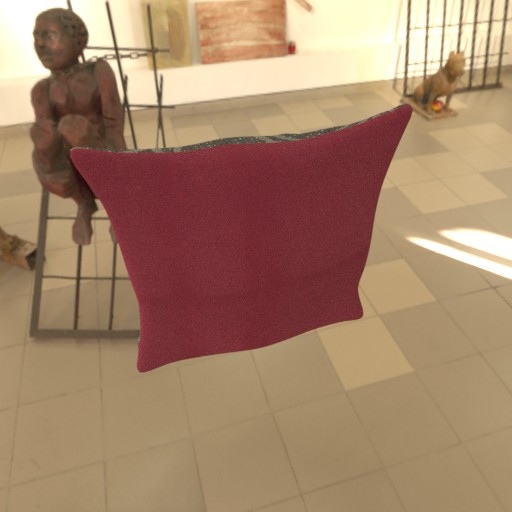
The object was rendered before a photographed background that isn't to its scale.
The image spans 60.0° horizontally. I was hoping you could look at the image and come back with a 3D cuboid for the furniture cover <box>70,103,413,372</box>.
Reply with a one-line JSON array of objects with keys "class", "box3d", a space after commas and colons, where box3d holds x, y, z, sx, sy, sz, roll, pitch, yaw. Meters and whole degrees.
[{"class": "furniture cover", "box3d": [0.000, 0.000, 0.809, 0.514, 0.513, 0.163, -12, 43, -13]}]
